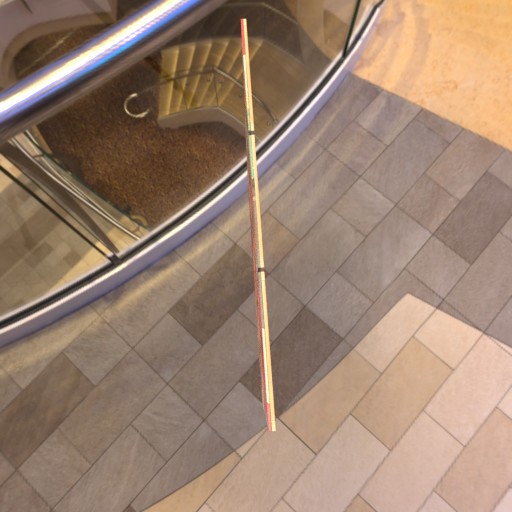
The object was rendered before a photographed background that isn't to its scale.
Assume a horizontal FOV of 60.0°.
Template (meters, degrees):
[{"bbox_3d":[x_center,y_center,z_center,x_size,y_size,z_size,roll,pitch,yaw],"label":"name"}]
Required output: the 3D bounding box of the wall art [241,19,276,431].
[{"bbox_3d":[0.000,0.000,1.362,0.012,0.910,0.911,-4,75,-1],"label":"wall art"}]
